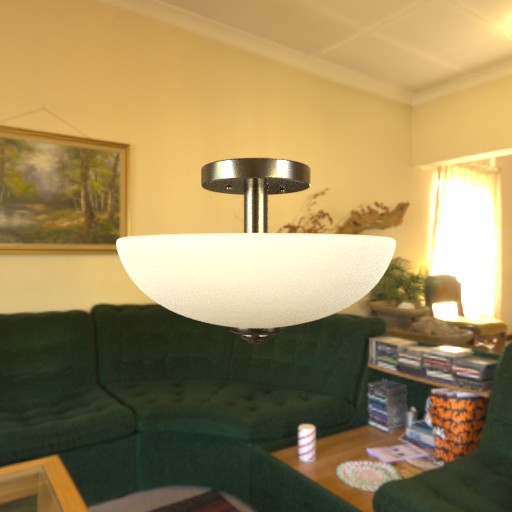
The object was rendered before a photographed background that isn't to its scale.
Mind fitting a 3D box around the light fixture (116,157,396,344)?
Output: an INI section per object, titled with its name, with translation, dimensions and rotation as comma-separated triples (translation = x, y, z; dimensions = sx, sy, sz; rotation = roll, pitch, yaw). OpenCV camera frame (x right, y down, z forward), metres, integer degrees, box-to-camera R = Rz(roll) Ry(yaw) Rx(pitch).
[light fixture]
translation = 0.000, 0.000, 0.548
dimensions = 0.330, 0.214, 0.330
rotation = 0, 0, 0
